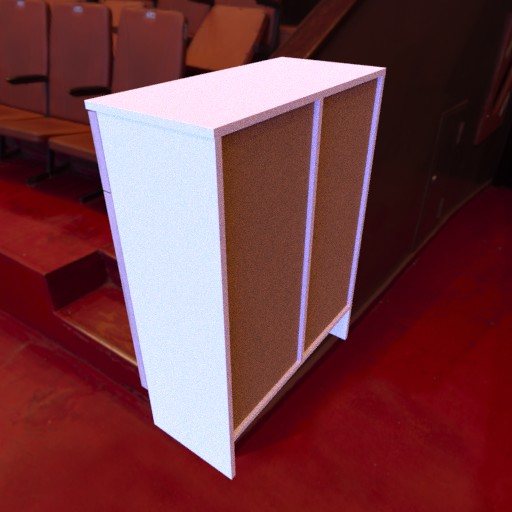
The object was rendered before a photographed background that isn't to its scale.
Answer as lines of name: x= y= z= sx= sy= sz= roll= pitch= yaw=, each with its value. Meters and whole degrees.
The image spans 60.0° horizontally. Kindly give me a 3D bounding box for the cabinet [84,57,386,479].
cabinet: x=0.000 y=0.000 z=1.092 sx=0.296 sy=0.815 sz=0.600 roll=21 pitch=38 yaw=30
